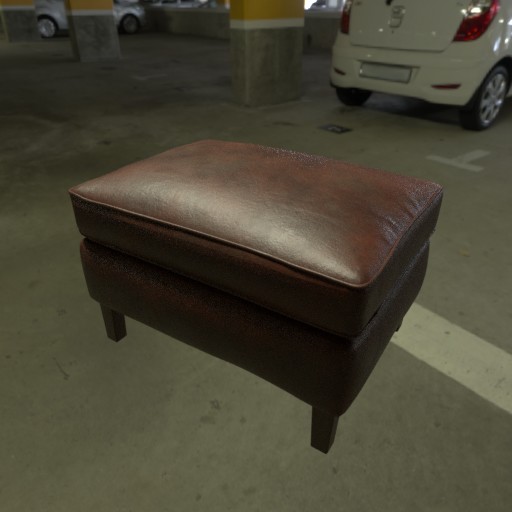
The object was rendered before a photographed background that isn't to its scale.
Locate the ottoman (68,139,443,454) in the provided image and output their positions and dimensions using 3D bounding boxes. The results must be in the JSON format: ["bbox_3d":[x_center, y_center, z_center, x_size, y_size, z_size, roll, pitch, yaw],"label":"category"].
[{"bbox_3d":[0.000,0.000,0.997,0.665,0.432,0.501,18,35,28],"label":"ottoman"}]
